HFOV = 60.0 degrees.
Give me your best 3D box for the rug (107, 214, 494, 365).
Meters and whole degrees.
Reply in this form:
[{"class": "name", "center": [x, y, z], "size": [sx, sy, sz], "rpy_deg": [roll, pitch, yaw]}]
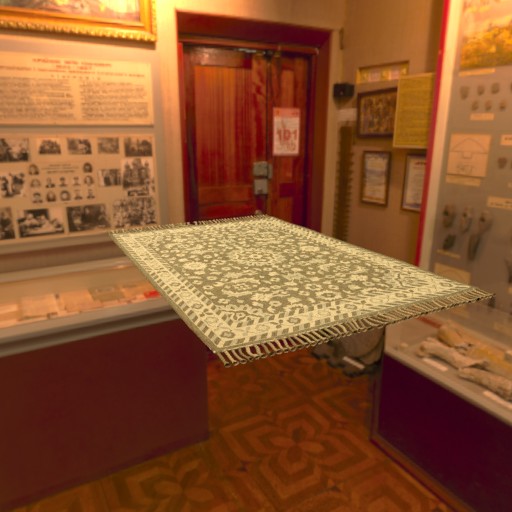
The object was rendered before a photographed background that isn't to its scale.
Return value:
[{"class": "rug", "center": [0.000, 0.000, 2.960], "size": [1.530, 0.025, 2.431], "rpy_deg": [-8, 18, -27]}]
